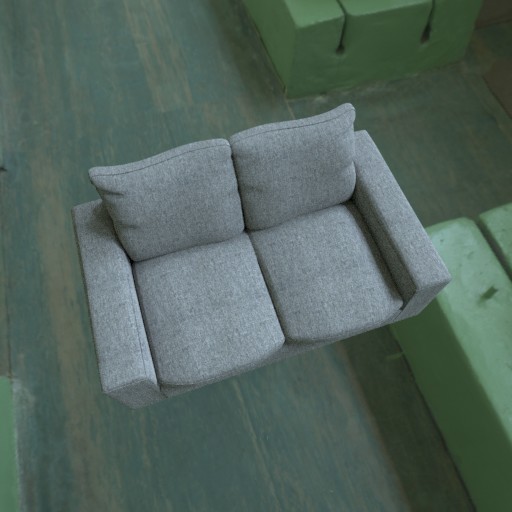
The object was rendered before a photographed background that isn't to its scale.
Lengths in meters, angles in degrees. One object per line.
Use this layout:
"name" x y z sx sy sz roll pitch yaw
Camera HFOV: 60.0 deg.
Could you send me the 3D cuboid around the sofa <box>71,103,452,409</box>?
"sofa" 0.000 0.000 2.371 1.758 0.877 1.094 -17 65 -8
